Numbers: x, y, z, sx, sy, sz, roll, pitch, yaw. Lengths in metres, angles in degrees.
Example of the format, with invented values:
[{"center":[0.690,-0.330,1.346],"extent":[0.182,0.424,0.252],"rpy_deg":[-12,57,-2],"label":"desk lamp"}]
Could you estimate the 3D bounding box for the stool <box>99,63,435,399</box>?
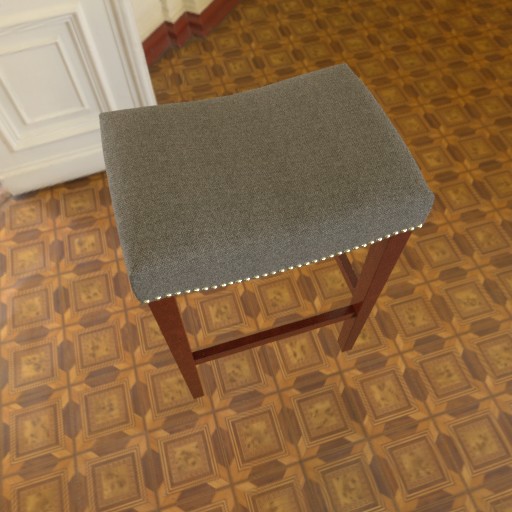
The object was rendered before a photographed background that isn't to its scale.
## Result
[{"center":[0.000,0.000,1.049],"extent":[0.504,0.742,0.372],"rpy_deg":[-15,60,-9],"label":"stool"}]
